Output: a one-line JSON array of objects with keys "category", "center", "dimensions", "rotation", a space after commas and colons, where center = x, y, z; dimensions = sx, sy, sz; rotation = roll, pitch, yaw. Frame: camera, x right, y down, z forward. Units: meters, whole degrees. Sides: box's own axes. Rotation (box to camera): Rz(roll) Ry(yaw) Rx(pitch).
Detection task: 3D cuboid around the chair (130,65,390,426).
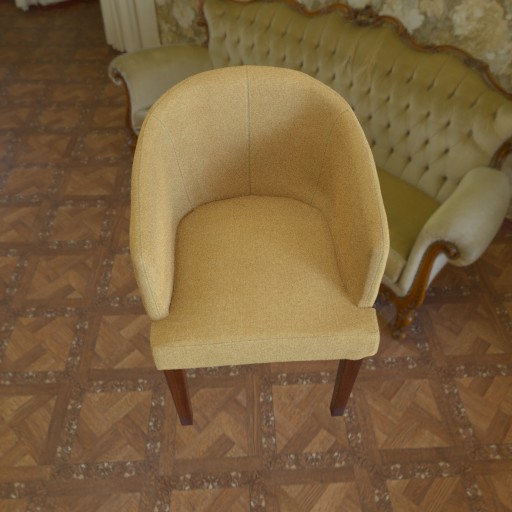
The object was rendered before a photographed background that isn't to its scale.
[{"category": "chair", "center": [0.000, 0.000, 1.243], "dimensions": [0.583, 0.811, 0.655], "rotation": [-3, 46, -3]}]
